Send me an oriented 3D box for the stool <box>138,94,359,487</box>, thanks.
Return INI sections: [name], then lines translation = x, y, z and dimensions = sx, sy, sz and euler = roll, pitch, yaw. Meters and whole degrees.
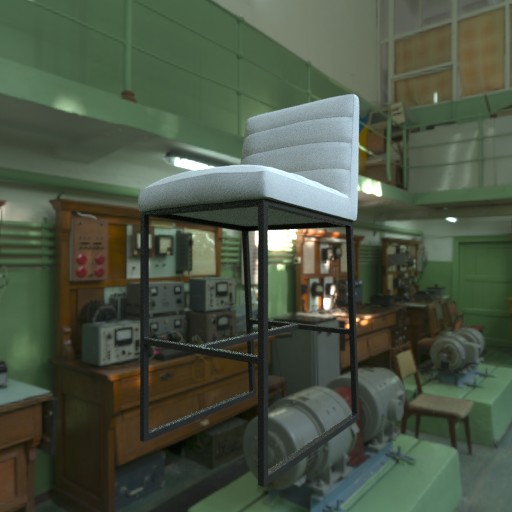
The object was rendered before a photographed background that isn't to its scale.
[stool]
translation = 0.000, 0.000, 1.358
dimensions = 0.464, 1.061, 0.573
euler = 0, 0, 36
